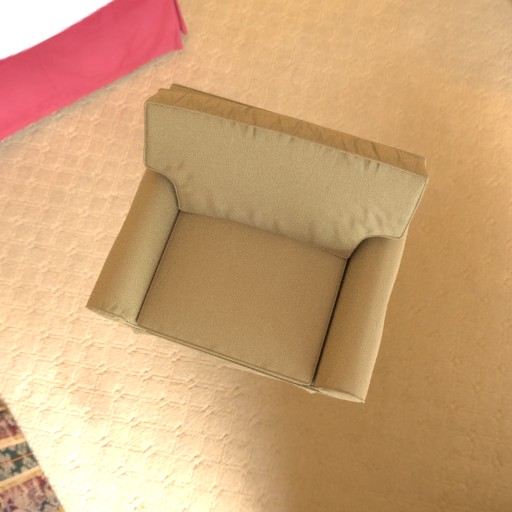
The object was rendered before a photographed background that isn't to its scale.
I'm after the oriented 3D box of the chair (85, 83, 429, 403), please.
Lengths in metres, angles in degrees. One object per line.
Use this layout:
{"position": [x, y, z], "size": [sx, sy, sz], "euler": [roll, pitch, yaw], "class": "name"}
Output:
{"position": [0.000, 0.000, 1.796], "size": [1.096, 0.937, 0.903], "euler": [18, 76, 4], "class": "chair"}
